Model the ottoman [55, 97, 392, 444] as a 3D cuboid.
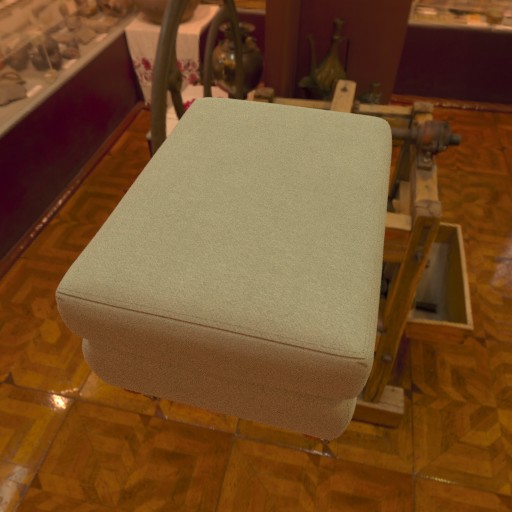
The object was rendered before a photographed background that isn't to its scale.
[{"bbox_3d":[0.000,0.000,1.110,0.569,0.499,0.773,11,47,10],"label":"ottoman"}]
